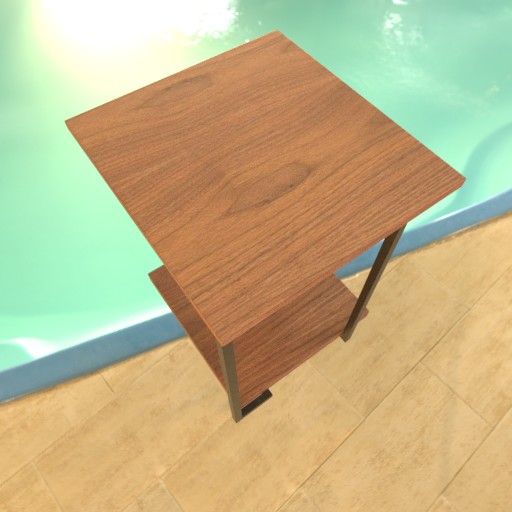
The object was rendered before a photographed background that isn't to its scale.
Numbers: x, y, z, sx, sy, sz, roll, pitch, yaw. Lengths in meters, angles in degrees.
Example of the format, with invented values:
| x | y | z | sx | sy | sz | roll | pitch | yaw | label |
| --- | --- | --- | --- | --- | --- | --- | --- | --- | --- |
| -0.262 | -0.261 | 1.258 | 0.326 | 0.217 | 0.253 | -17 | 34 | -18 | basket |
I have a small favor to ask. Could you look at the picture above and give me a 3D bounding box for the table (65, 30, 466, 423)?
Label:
| x | y | z | sx | sy | sz | roll | pitch | yaw | label |
| --- | --- | --- | --- | --- | --- | --- | --- | --- | --- |
| 0.000 | 0.000 | 0.849 | 0.384 | 0.567 | 0.411 | -32 | 64 | -18 | table |
